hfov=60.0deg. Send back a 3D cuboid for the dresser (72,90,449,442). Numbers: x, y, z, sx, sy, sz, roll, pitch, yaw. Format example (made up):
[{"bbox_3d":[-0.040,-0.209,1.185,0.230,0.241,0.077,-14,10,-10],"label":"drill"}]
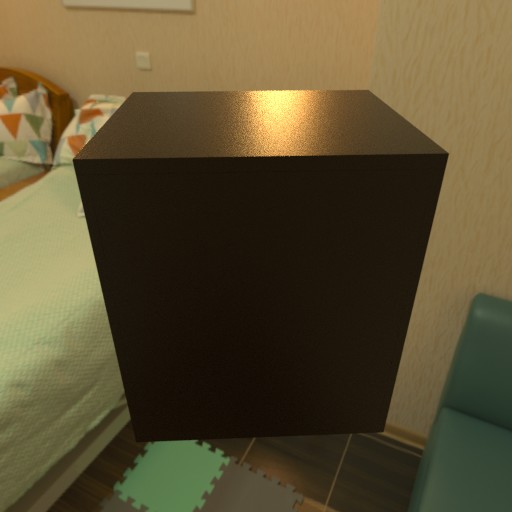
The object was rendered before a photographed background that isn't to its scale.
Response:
[{"bbox_3d":[0.000,0.000,0.746,0.400,0.470,0.360,-1,32,-2],"label":"dresser"}]
